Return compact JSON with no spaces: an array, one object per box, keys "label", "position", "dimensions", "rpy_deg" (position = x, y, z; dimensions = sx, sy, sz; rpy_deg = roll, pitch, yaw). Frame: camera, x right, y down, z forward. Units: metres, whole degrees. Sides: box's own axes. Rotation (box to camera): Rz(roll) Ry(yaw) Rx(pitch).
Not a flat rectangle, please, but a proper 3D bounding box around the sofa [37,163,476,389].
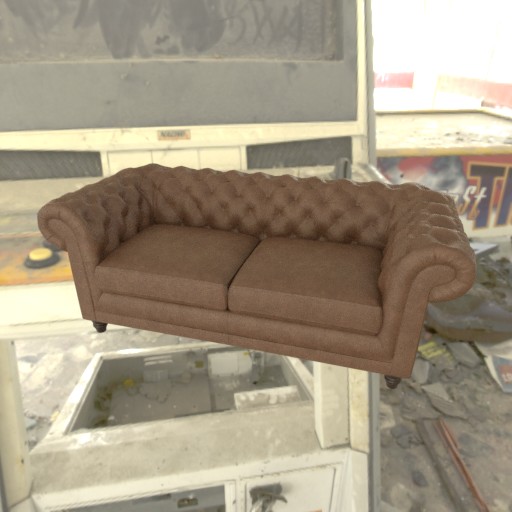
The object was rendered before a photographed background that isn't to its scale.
[{"label":"sofa","position":[0.000,0.000,2.460],"dimensions":[2.048,0.784,0.955],"rpy_deg":[7,26,15]}]
